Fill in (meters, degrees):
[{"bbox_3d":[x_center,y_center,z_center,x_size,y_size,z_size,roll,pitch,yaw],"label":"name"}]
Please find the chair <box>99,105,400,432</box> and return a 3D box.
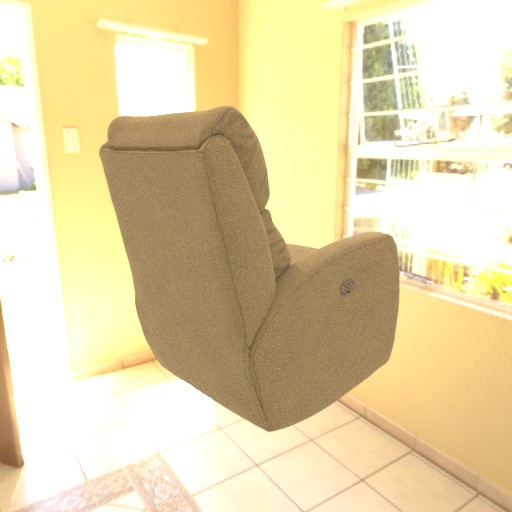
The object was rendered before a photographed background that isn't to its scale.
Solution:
[{"bbox_3d":[0.000,0.000,1.693,0.940,1.021,0.794,-13,19,-42],"label":"chair"}]
